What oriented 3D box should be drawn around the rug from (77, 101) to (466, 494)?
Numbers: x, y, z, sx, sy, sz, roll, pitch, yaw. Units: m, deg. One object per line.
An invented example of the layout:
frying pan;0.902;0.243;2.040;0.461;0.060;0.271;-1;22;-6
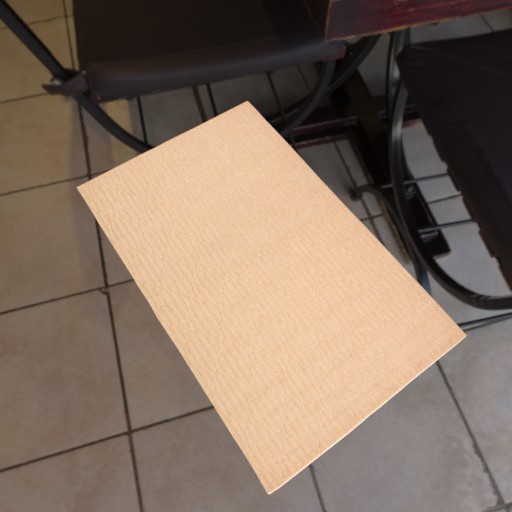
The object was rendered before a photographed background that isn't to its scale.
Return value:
rug;0.000;0.000;3.011;1.531;0.014;2.441;-32;68;-15
